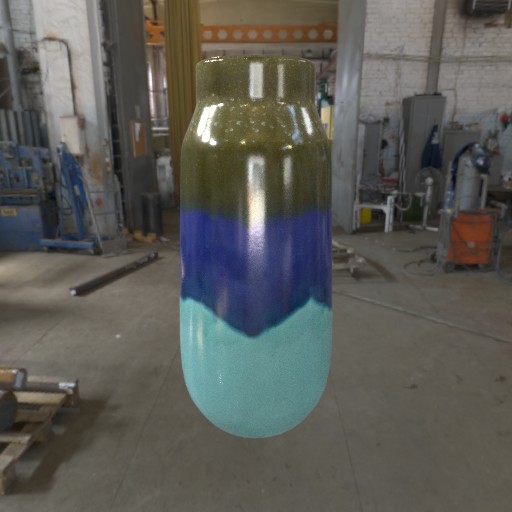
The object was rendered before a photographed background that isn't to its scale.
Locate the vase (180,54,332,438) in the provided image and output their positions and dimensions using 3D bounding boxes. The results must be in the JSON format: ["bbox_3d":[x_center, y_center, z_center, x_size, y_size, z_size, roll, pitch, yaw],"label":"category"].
[{"bbox_3d":[0.000,0.000,0.388,0.139,0.313,0.139,0,16,0],"label":"vase"}]
